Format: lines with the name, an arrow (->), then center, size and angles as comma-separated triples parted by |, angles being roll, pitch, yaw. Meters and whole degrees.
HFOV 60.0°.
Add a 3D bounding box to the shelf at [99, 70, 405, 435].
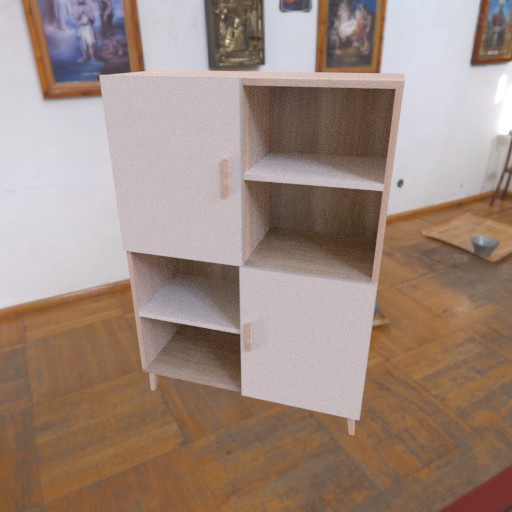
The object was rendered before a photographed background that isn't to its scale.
shelf -> 0.000, 0.000, 1.850 | 0.995, 1.405, 0.434 | 7, 26, 15
